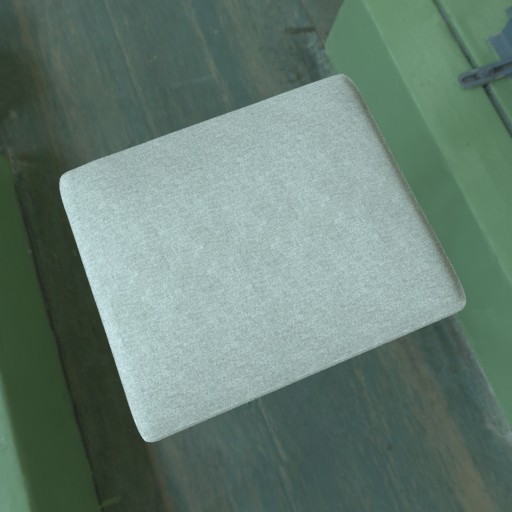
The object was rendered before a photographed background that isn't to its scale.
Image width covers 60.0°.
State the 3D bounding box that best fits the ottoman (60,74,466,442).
[{"bbox_3d":[0.000,0.000,1.241,0.821,0.474,0.693,-22,77,-5],"label":"ottoman"}]
